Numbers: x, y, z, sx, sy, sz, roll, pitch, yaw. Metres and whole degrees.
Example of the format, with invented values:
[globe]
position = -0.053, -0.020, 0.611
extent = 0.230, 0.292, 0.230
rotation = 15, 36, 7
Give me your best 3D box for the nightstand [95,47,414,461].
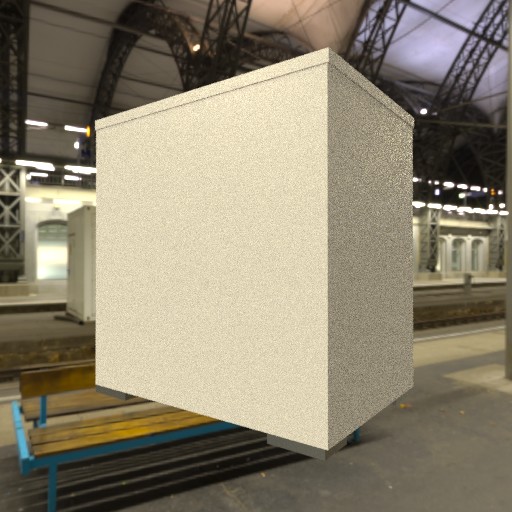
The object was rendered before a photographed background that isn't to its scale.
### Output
[nightstand]
position = 0.000, 0.000, 0.753
extent = 0.441, 0.460, 0.325
rotation = 0, -1, 36
